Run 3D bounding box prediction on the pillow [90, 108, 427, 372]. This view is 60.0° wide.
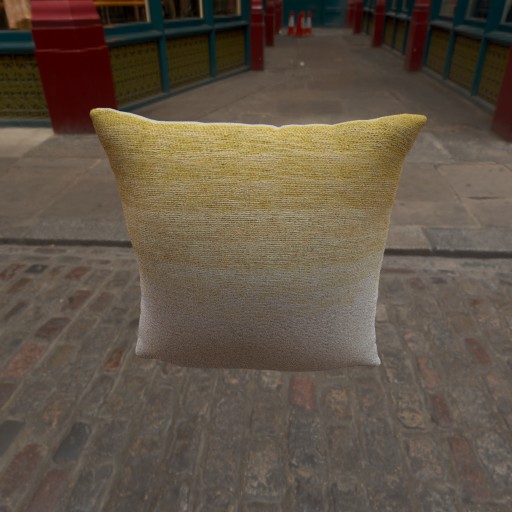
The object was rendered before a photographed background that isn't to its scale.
[{"bbox_3d":[0.000,0.000,0.703,0.450,0.450,0.211,2,31,3],"label":"pillow"}]
